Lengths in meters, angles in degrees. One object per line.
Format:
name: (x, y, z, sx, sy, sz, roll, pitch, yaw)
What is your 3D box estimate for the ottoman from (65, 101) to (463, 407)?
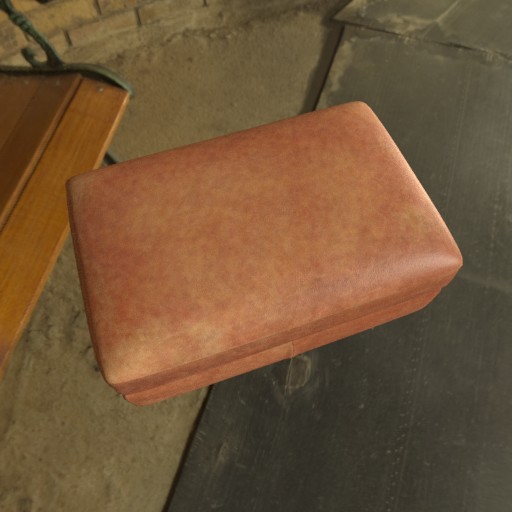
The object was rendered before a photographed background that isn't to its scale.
ottoman: (0.000, 0.000, 1.210, 0.852, 0.507, 0.565, -17, 64, -9)
